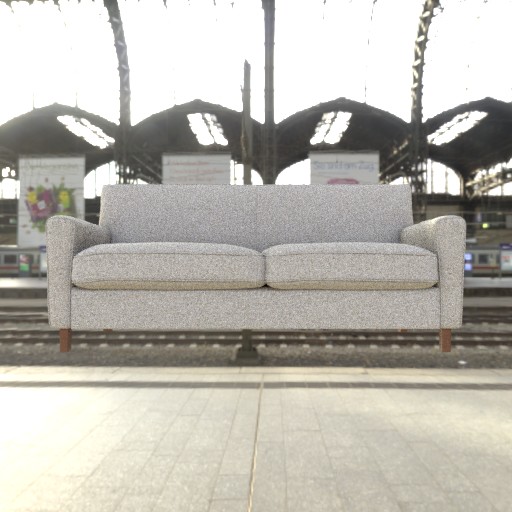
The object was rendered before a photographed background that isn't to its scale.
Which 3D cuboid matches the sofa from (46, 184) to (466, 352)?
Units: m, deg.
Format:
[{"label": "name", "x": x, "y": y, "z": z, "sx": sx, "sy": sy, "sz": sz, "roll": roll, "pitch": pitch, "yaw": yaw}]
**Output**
[{"label": "sofa", "x": 0.000, "y": 0.000, "z": 2.482, "sx": 2.026, "sy": 0.942, "sz": 0.854, "roll": 0, "pitch": -1, "yaw": 0}]
